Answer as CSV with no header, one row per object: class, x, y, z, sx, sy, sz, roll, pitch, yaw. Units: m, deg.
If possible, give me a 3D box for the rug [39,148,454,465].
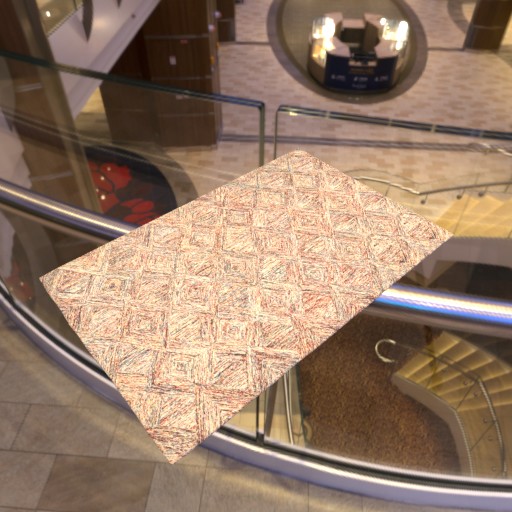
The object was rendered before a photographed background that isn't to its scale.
rug,0.000,0.000,2.205,1.761,0.014,1.143,-32,53,-28
